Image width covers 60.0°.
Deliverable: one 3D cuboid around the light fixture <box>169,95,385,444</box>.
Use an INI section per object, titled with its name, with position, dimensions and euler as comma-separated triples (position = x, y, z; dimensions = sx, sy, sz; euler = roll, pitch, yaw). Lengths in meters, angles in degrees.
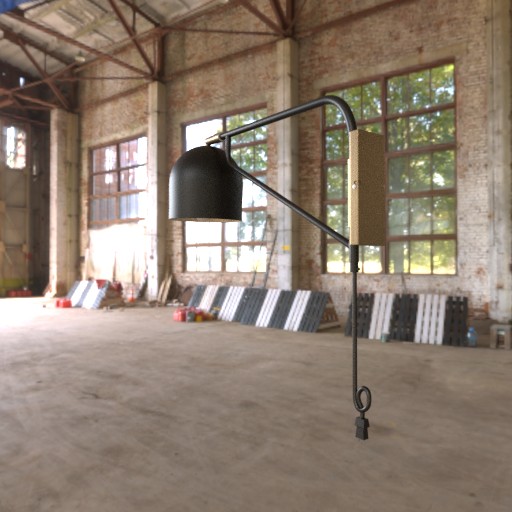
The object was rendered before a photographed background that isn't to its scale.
[light fixture]
position = 0.000, 0.000, 1.091
dimensions = 0.215, 0.696, 0.720
euler = 1, -1, -35
